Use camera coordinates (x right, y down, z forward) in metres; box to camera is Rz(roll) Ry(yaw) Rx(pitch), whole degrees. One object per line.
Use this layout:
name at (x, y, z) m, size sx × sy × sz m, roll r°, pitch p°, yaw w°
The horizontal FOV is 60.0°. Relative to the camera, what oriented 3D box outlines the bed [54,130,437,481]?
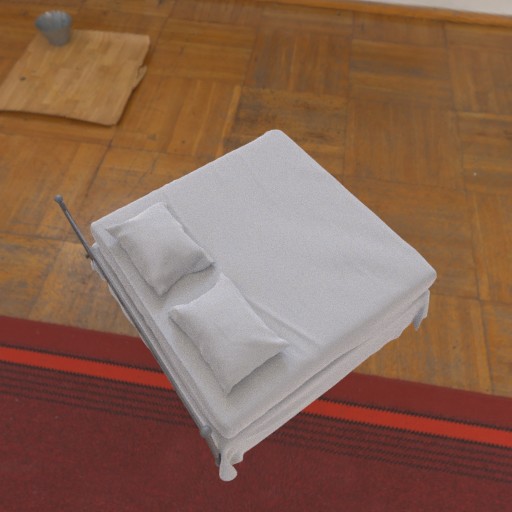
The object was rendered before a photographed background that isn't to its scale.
bed at (0.000, 0.000, 3.544) m, size 2.220 × 1.080 × 2.309 m, roll -31°, pitch 62°, yaw -19°
